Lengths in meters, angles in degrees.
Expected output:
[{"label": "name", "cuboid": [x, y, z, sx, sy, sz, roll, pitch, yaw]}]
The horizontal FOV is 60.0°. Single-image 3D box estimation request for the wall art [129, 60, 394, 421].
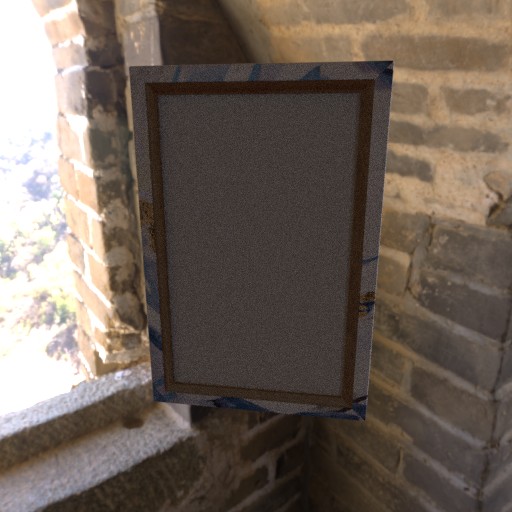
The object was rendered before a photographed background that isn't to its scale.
[{"label": "wall art", "cuboid": [0.000, 0.000, 1.138, 0.610, 0.914, 0.016, 2, 16, 8]}]
